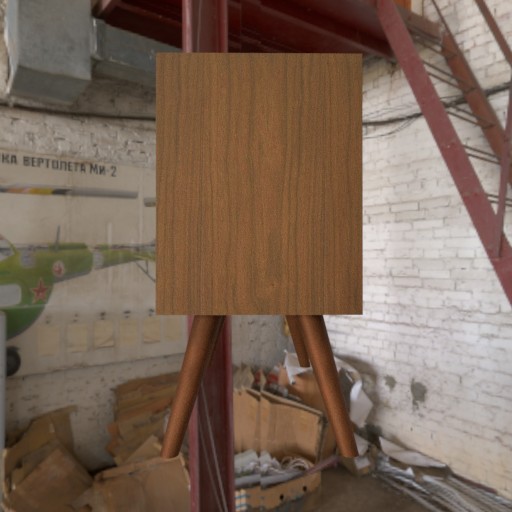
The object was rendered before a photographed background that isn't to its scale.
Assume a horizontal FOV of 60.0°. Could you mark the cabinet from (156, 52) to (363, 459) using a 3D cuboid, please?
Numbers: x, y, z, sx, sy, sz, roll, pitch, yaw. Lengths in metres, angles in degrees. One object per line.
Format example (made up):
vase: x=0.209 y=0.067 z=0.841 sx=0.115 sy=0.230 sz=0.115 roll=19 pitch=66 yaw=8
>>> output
cabinet: x=0.000 y=0.000 z=1.173 sx=0.388 sy=0.748 sz=0.712 roll=0 pitch=0 yaw=-1
